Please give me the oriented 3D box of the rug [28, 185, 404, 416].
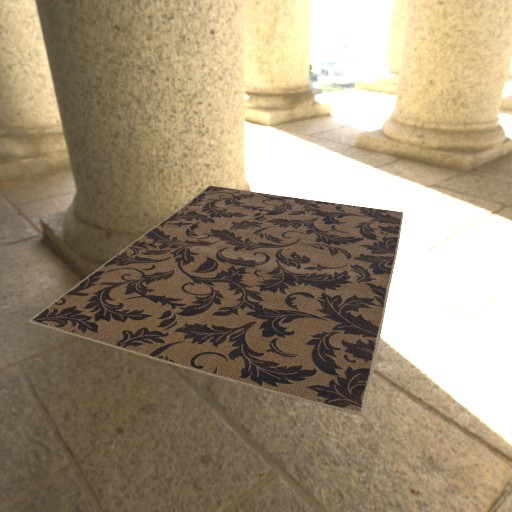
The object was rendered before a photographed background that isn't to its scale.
[{"bbox_3d":[0.000,0.000,3.993,2.380,0.008,2.977,10,31,18],"label":"rug"}]
